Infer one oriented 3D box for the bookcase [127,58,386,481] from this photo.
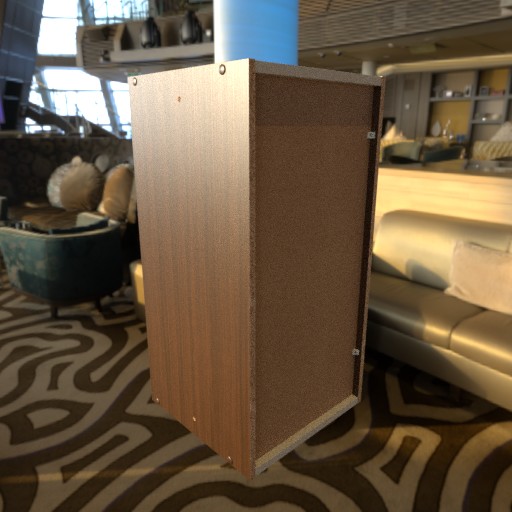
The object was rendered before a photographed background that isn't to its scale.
[{"bbox_3d":[0.000,0.000,0.797,0.300,0.600,0.290,-15,22,-41],"label":"bookcase"}]
